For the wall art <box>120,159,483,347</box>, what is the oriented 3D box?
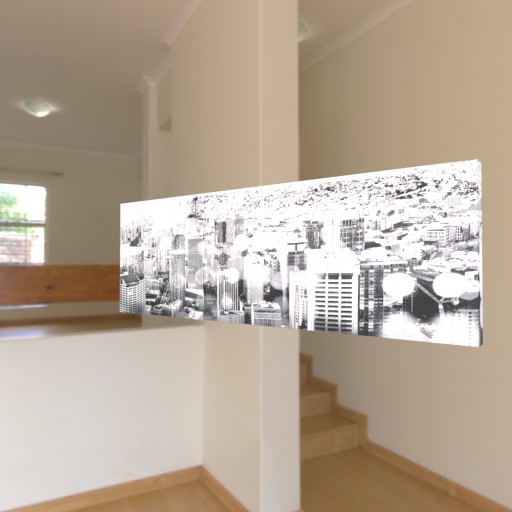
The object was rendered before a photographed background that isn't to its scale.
[{"bbox_3d":[0.000,0.000,0.836,0.763,0.255,0.038,-1,-1,36],"label":"wall art"}]
